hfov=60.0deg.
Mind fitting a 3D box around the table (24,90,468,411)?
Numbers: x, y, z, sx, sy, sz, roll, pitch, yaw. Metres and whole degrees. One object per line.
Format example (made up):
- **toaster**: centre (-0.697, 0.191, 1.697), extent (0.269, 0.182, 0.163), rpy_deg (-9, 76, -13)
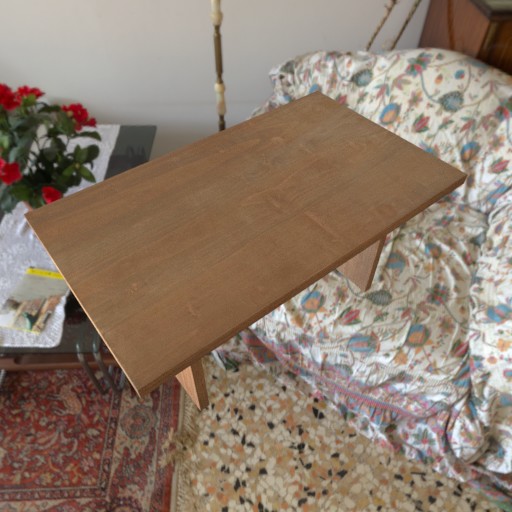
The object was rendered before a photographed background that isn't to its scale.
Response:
- **table**: centre (0.000, 0.000, 2.137), extent (1.609, 0.780, 0.946), rpy_deg (-30, 55, -25)
